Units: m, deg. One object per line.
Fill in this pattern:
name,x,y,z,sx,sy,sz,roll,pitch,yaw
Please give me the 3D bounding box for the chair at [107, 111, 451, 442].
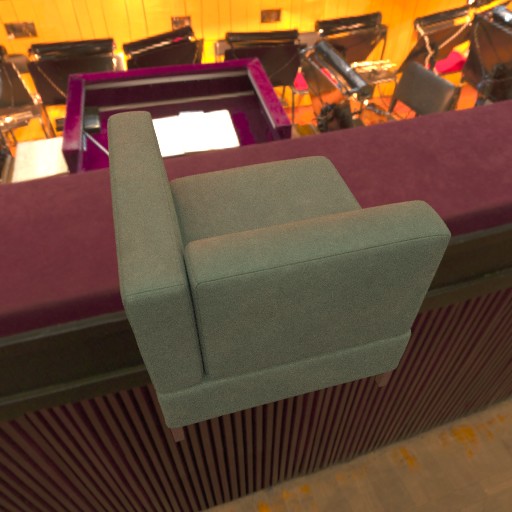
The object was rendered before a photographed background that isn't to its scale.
chair,0.000,0.000,1.254,0.680,0.660,0.680,-11,48,-11
